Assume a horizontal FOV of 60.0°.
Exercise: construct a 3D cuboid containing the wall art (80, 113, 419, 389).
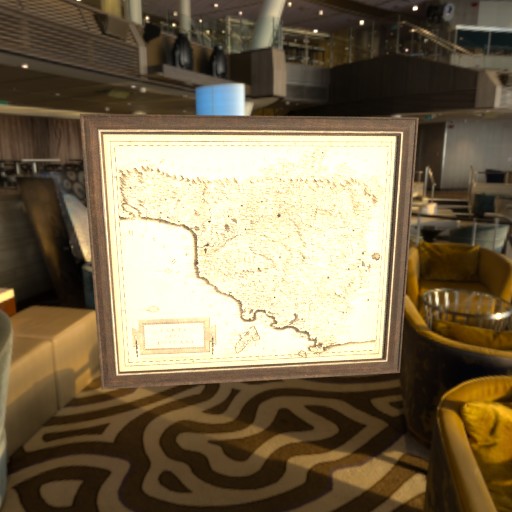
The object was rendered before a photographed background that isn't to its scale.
[{"bbox_3d":[0.000,0.000,1.447,1.033,0.875,0.023,-1,12,-6],"label":"wall art"}]
